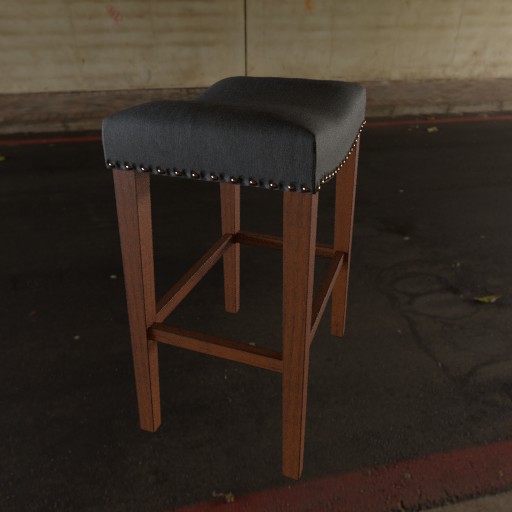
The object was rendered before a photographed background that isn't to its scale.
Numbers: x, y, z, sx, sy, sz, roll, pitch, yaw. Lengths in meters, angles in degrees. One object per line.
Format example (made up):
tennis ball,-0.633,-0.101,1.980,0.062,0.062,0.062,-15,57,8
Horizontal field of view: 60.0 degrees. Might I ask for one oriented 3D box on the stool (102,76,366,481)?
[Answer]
stool,0.000,0.000,0.854,0.320,0.612,0.439,10,30,18
